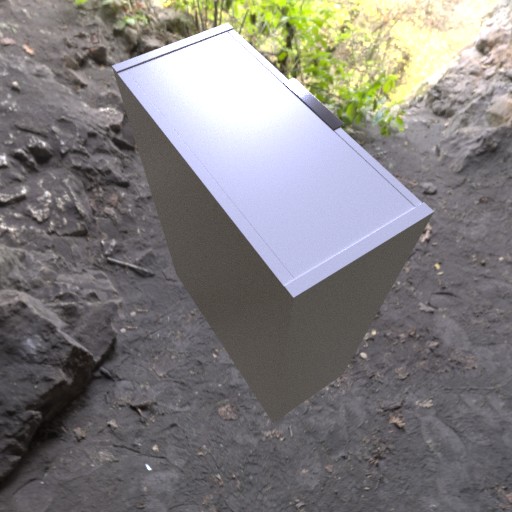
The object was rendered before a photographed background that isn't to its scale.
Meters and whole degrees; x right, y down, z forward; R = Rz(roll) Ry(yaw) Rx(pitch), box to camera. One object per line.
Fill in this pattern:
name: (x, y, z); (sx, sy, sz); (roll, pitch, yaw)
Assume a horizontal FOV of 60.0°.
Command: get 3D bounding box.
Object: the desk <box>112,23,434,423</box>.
desk: (0.000, 0.000, 1.596); (0.390, 1.190, 0.850); (-29, 63, -17)
